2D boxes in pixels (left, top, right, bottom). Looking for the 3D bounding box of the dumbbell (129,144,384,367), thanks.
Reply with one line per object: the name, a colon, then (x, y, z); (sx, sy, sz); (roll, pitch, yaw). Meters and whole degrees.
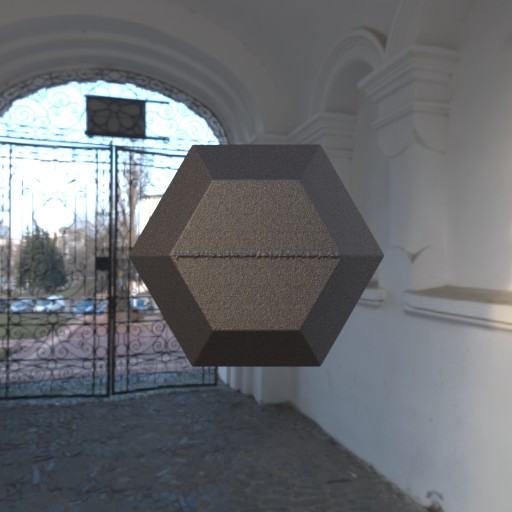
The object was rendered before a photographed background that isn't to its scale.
dumbbell: (0.000, 0.000, 0.460); (0.173, 0.150, 0.384); (0, 0, 0)
